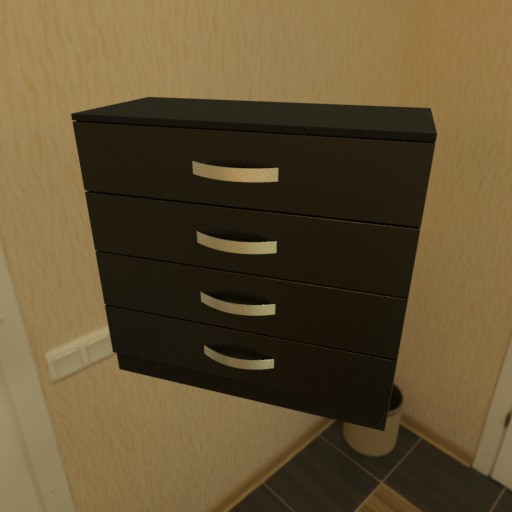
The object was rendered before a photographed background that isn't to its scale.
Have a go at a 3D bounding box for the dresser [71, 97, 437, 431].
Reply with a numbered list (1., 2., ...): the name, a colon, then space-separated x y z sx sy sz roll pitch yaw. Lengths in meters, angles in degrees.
1. dresser: 0.000 0.000 1.150 0.750 0.720 0.360 8 27 16
